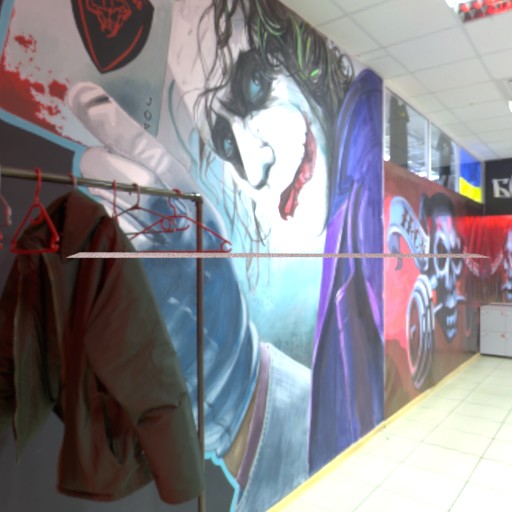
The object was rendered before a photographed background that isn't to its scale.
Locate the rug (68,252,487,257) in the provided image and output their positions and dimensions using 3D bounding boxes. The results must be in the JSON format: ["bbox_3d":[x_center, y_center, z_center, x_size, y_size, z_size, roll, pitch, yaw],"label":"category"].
[{"bbox_3d":[0.000,0.000,3.889,2.933,0.027,2.332,0,0,-19],"label":"rug"}]
